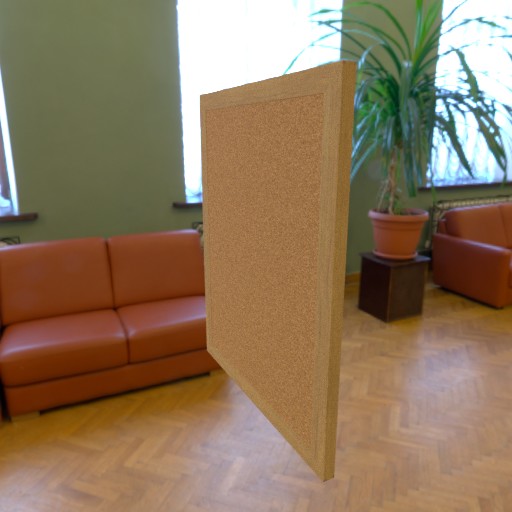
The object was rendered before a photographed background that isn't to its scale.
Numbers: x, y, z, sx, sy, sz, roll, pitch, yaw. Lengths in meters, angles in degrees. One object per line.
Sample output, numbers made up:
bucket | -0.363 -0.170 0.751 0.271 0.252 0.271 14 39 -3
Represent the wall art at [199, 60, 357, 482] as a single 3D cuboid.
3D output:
wall art | 0.000 0.000 0.766 0.020 0.561 0.460 -8 17 -26
